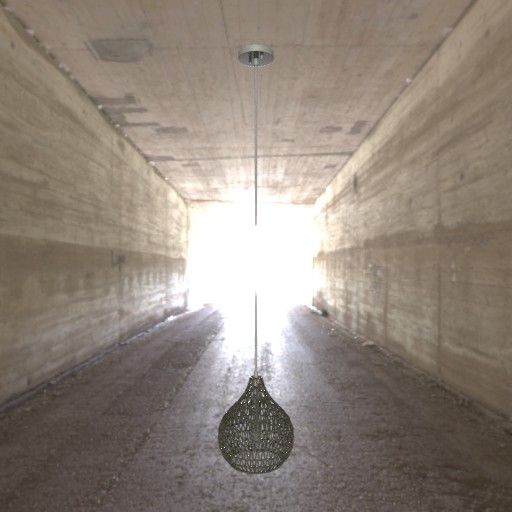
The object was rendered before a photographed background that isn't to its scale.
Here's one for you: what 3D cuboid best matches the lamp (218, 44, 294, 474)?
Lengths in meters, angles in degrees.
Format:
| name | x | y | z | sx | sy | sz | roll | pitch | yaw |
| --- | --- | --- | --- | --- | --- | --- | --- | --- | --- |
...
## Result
| name | x | y | z | sx | sy | sz | roll | pitch | yaw |
| --- | --- | --- | --- | --- | --- | --- | --- | --- | --- |
| lamp | 0.000 | 0.000 | 2.082 | 0.355 | 1.919 | 0.355 | 1 | -1 | -36 |
